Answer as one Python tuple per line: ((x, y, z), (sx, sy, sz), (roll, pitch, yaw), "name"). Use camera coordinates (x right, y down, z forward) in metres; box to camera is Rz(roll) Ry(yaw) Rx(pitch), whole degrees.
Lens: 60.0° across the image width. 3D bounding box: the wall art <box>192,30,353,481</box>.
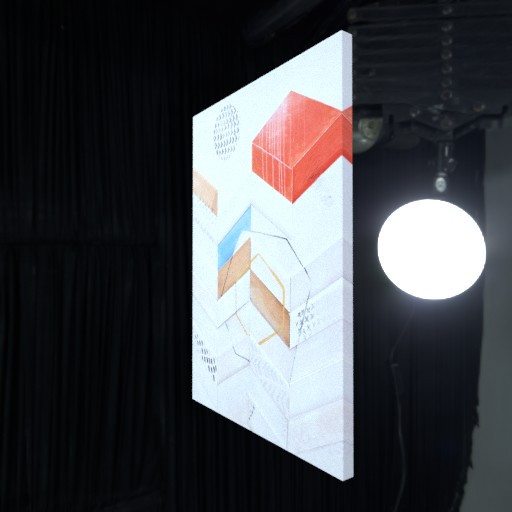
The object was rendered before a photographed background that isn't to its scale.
((0.000, 0.000, 1.092), (0.036, 0.848, 0.613), (1, -1, -35), "wall art")
